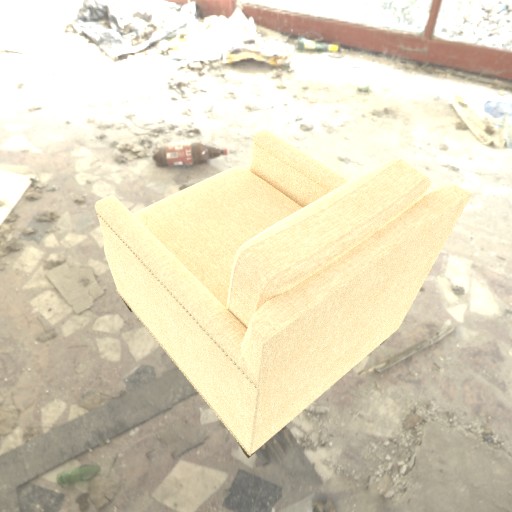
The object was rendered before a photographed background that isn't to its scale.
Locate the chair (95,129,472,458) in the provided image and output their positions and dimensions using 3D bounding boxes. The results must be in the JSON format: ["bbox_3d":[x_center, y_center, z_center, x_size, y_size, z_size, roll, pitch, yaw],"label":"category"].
[{"bbox_3d":[0.000,0.000,1.710,0.838,0.940,1.041,-31,53,-27],"label":"chair"}]
